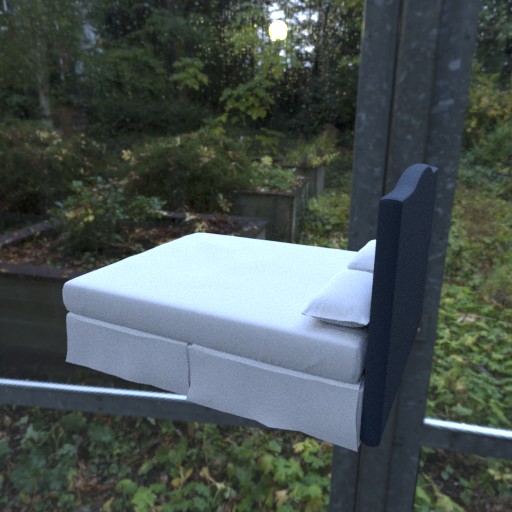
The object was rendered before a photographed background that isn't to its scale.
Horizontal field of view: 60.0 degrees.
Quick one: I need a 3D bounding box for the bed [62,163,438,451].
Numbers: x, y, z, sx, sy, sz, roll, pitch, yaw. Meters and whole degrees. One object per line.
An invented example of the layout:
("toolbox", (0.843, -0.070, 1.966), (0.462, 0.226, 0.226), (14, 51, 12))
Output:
("bed", (0.000, 0.000, 3.334), (2.282, 1.436, 1.821), (8, 18, 25))
